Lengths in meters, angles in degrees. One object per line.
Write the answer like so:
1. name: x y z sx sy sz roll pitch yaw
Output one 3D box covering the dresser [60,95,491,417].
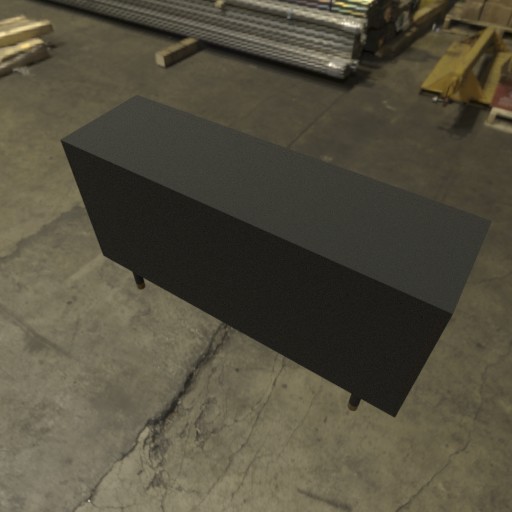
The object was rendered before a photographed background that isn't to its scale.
1. dresser: 0.000 0.000 1.931 1.558 0.872 0.463 25 52 22
